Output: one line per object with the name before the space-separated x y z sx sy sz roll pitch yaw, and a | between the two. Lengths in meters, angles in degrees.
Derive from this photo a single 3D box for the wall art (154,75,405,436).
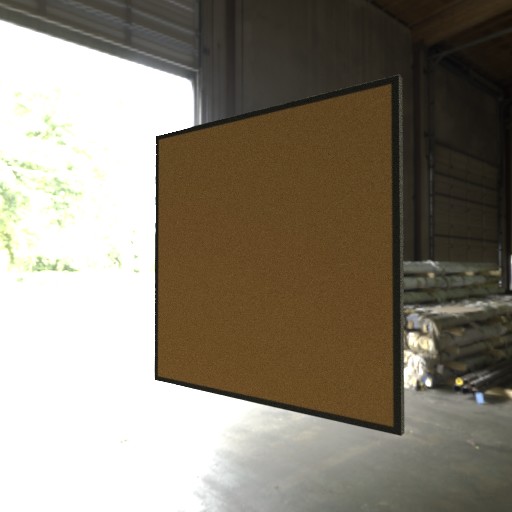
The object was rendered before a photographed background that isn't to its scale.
wall art | 0.000 0.000 1.228 0.805 0.803 0.022 -1 -1 36
